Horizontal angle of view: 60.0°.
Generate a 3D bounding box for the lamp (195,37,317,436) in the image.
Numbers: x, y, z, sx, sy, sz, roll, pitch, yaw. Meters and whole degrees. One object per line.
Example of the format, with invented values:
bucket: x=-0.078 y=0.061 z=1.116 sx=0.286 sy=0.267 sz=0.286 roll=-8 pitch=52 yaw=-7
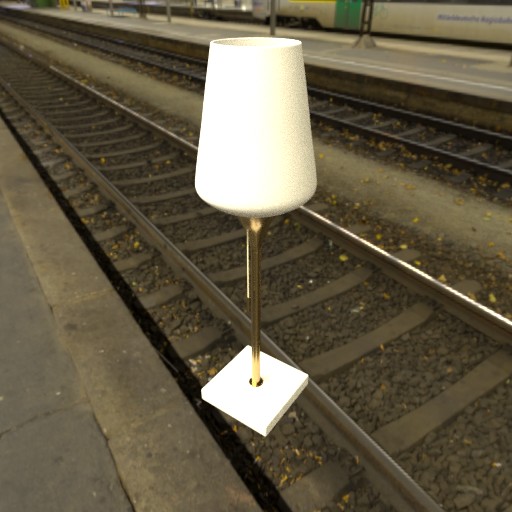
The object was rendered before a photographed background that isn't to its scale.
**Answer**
lamp: x=0.000 y=0.000 z=0.731 sx=0.181 sy=0.639 sz=0.181 roll=20 pitch=36 yaw=30
